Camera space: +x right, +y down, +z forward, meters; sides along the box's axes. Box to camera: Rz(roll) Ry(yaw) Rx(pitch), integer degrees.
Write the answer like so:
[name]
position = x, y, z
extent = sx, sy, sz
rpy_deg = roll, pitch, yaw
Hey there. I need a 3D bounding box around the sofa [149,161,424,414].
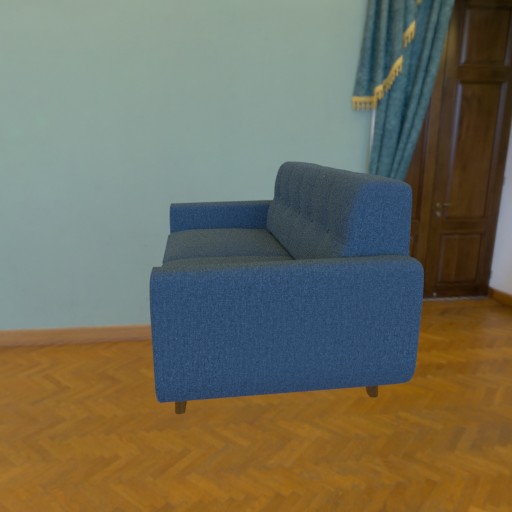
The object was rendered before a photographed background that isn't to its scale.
[sofa]
position = 0.000, 0.000, 2.258
extent = 0.942, 0.896, 1.651
rpy_deg = -2, 15, -8
